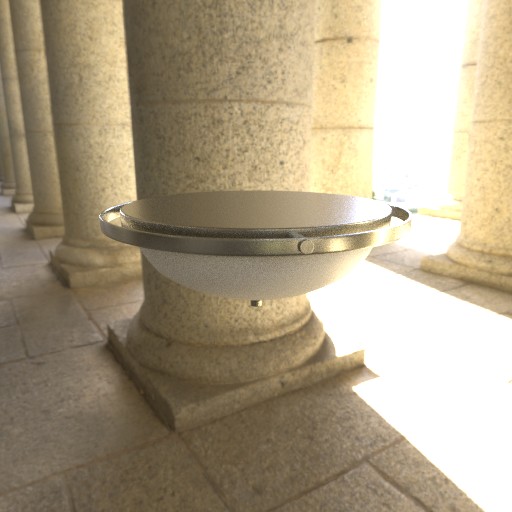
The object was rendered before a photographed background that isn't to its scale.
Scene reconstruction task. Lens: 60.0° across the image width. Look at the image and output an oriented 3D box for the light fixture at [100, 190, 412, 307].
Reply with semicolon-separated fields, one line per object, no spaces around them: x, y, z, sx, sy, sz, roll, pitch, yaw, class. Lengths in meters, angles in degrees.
0.000;0.000;0.555;0.361;0.130;0.361;0;14;0;light fixture
